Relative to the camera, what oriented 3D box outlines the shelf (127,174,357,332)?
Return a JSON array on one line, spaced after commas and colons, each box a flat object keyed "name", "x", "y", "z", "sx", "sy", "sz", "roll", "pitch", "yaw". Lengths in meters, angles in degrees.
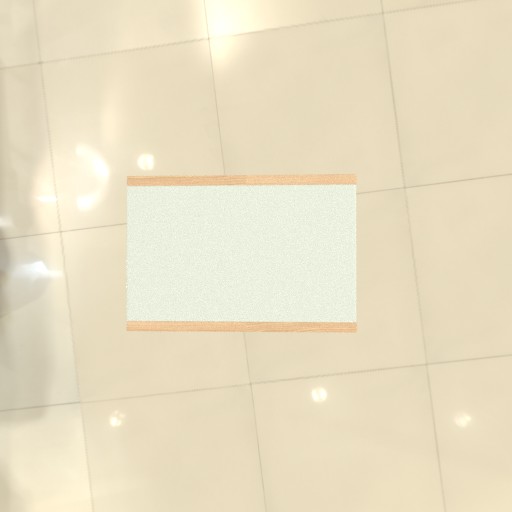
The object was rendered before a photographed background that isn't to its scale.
[{"name": "shelf", "x": 0.000, "y": 0.000, "z": 0.996, "sx": 0.290, "sy": 0.882, "sz": 0.197, "roll": 0, "pitch": 90, "yaw": 3}]
